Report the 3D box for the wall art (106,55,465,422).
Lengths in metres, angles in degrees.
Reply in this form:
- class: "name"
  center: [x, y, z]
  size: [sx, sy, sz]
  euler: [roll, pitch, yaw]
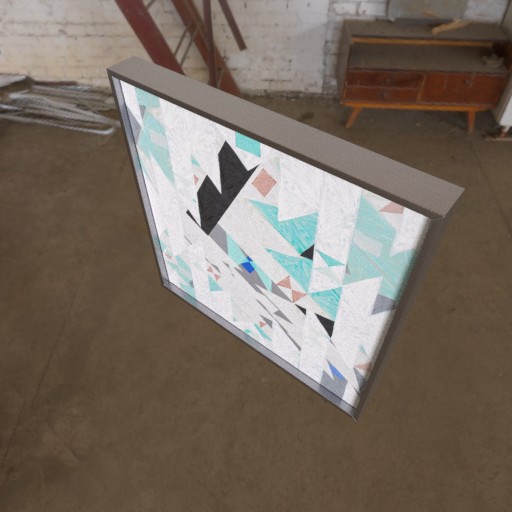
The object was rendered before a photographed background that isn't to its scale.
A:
- class: "wall art"
  center: [0.000, 0.000, 0.508]
  size: [0.350, 0.350, 0.038]
  euler: [30, 55, 24]
